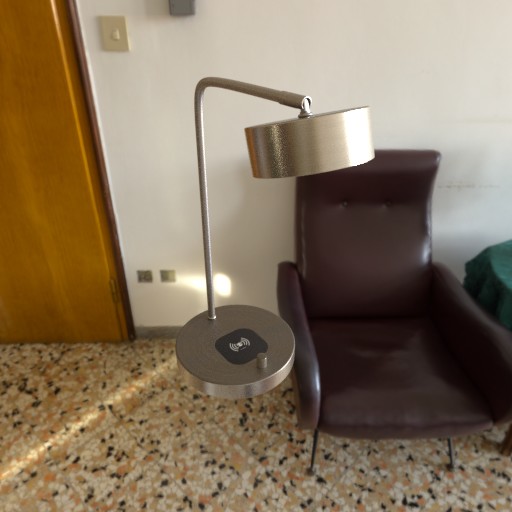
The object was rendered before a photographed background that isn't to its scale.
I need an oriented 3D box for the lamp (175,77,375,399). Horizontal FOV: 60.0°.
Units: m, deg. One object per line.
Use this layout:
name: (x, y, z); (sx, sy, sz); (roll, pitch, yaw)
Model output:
lamp: (0.000, 0.000, 0.641); (0.211, 0.469, 0.334); (-21, 36, -31)
